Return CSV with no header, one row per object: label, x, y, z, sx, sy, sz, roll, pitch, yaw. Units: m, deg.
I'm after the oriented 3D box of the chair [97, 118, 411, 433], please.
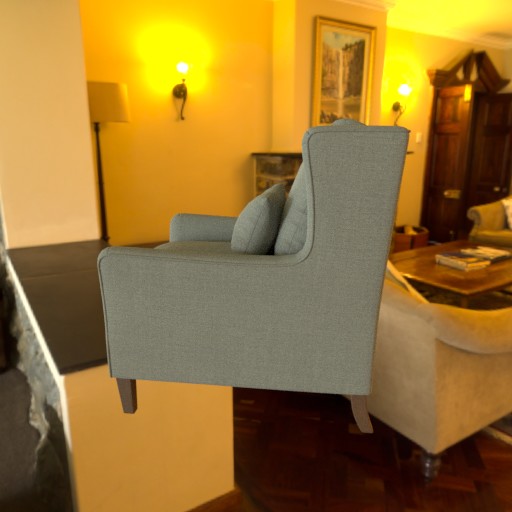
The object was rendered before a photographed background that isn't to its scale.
chair,0.000,0.000,1.842,1.040,1.056,0.866,2,14,7
